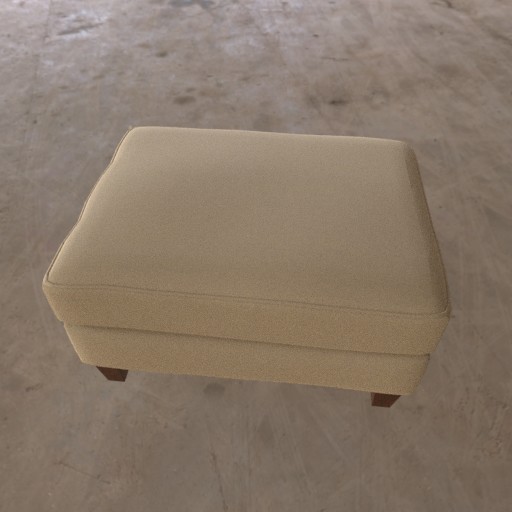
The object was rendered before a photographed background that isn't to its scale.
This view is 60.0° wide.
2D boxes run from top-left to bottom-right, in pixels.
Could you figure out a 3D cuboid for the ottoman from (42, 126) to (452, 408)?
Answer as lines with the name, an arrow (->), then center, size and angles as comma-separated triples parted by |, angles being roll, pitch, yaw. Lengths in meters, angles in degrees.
ottoman -> 0.000, 0.000, 1.181 | 0.818, 0.485, 0.634 | 4, 47, 4
